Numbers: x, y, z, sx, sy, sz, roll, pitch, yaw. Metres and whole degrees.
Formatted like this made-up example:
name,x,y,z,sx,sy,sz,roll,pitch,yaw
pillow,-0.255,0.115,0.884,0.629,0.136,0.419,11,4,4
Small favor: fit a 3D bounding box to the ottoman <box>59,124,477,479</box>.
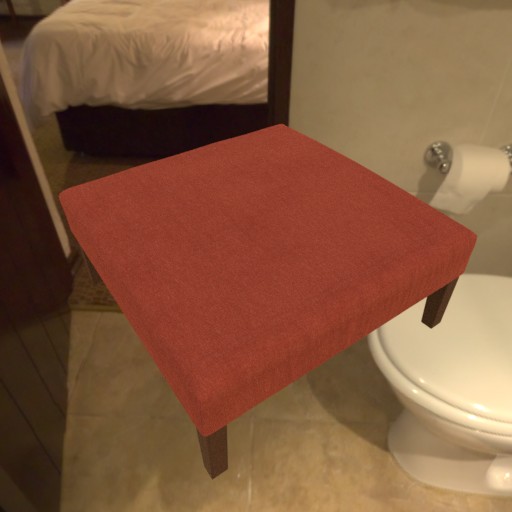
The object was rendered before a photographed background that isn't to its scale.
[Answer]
name,x,y,z,sx,sy,sz,roll,pitch,yaw
ottoman,0.000,0.000,1.404,0.889,0.411,0.890,-25,46,-26
